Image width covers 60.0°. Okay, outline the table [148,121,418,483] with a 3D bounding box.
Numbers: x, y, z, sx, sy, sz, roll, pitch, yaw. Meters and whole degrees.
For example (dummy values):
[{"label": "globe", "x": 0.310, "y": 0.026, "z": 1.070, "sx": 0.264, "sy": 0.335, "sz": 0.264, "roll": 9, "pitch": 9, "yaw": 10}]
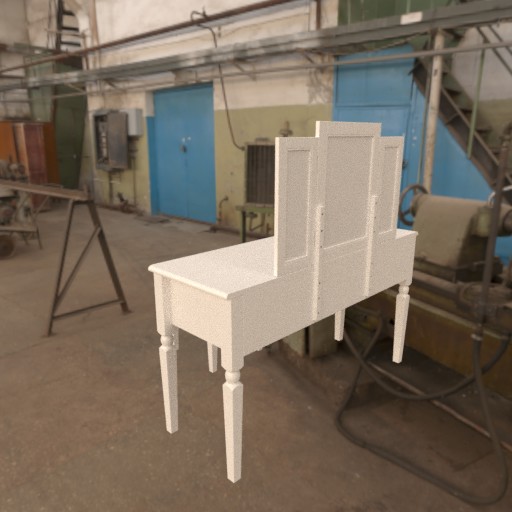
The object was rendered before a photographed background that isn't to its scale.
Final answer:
[{"label": "table", "x": 0.000, "y": 0.000, "z": 2.300, "sx": 1.115, "sy": 1.310, "sz": 1.369, "roll": 15, "pitch": 21, "yaw": 43}]
